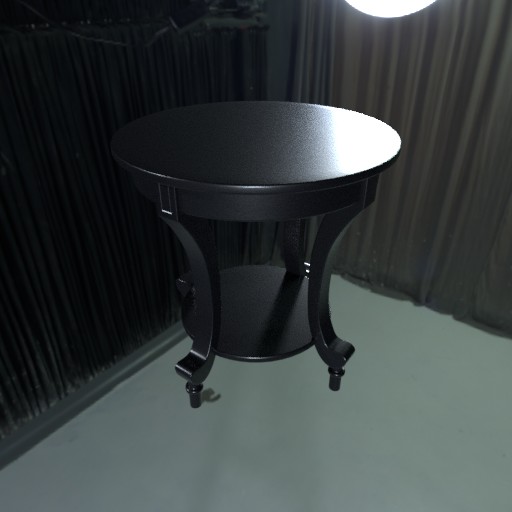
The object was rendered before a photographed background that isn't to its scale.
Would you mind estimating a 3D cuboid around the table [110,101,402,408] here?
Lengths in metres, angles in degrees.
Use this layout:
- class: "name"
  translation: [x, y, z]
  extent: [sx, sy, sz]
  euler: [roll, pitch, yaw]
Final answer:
- class: "table"
  translation: [0.000, 0.000, 1.101]
  extent: [0.597, 0.618, 0.597]
  euler: [0, 31, 0]
